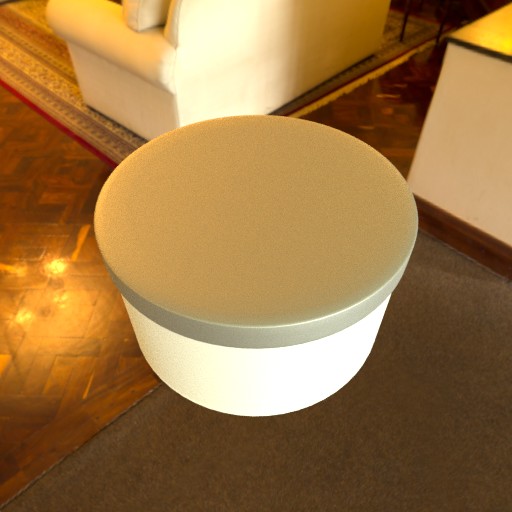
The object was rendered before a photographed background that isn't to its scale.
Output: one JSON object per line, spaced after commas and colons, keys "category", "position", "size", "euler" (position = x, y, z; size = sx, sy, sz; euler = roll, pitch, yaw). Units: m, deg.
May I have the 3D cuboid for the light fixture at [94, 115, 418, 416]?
{"category": "light fixture", "position": [0.000, 0.000, 0.635], "size": [0.393, 0.229, 0.393], "euler": [0, 47, 0]}
